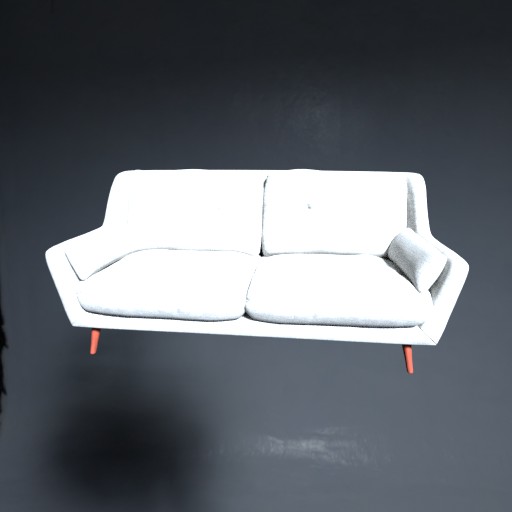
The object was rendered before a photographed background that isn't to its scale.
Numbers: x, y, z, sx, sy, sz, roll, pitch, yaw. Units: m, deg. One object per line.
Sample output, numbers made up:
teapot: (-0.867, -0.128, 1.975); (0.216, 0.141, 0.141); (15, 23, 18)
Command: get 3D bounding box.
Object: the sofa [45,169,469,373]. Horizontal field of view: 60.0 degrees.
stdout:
sofa: (0.000, 0.000, 2.408); (1.930, 0.897, 0.976); (2, 14, 7)
